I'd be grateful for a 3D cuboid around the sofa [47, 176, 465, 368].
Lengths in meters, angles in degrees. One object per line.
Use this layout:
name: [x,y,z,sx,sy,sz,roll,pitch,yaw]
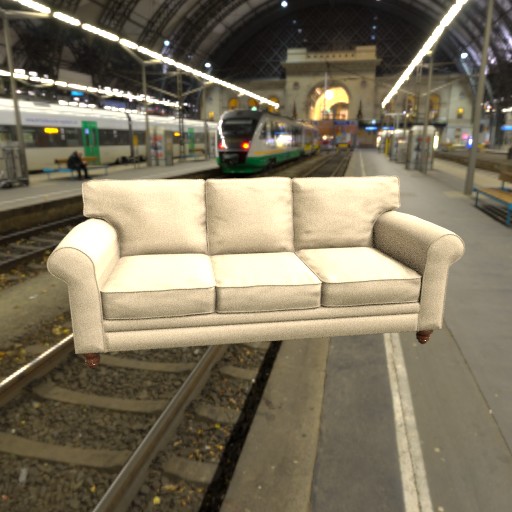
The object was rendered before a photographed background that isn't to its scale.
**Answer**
sofa: [0.000,0.000,2.668,2.118,0.889,0.998,-2,15,-8]
